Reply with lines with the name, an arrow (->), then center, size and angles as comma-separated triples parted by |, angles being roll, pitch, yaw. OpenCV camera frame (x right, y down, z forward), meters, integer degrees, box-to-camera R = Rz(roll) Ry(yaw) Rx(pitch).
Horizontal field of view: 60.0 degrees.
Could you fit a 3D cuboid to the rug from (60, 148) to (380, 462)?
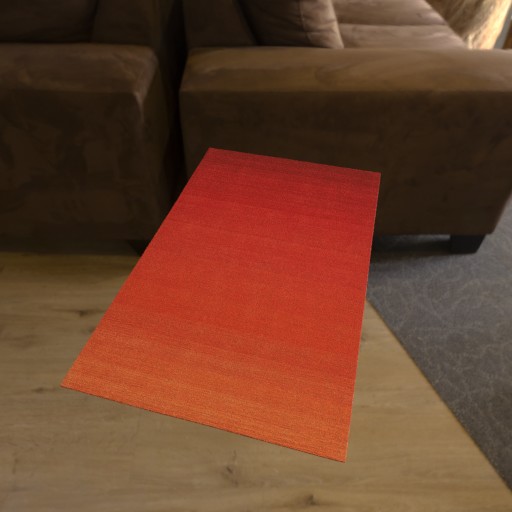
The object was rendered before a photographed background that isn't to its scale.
rug -> 0.000, 0.000, 3.065 | 1.531, 0.010, 2.442 | 11, 47, 10
